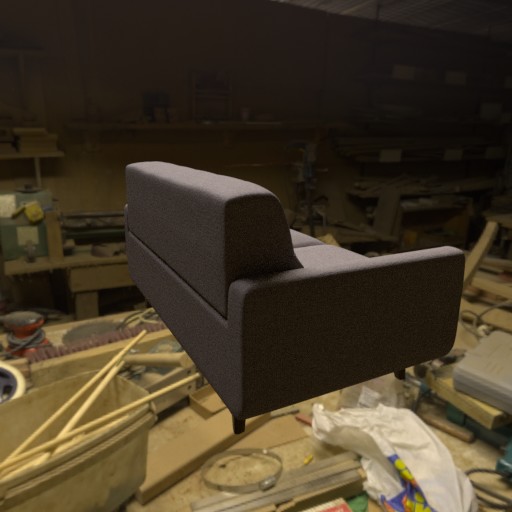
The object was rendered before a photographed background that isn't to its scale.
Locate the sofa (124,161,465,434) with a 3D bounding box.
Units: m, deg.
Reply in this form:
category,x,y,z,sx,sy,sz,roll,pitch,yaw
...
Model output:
category,x,y,z,sx,sy,sz,roll,pitch,yaw
sofa,0.000,0.000,2.117,0.909,0.841,1.631,-8,18,-26
